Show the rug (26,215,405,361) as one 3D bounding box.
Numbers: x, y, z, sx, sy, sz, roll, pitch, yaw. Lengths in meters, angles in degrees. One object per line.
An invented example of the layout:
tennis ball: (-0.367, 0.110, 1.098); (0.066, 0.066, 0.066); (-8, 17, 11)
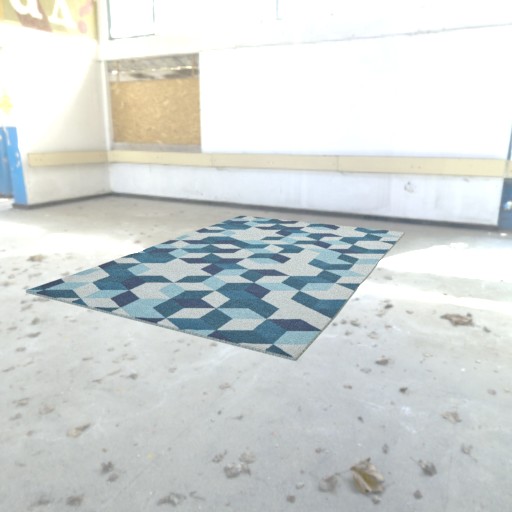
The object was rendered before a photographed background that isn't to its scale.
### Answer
rug: (0.000, 0.000, 2.356); (1.235, 0.014, 1.829); (8, 18, 26)
